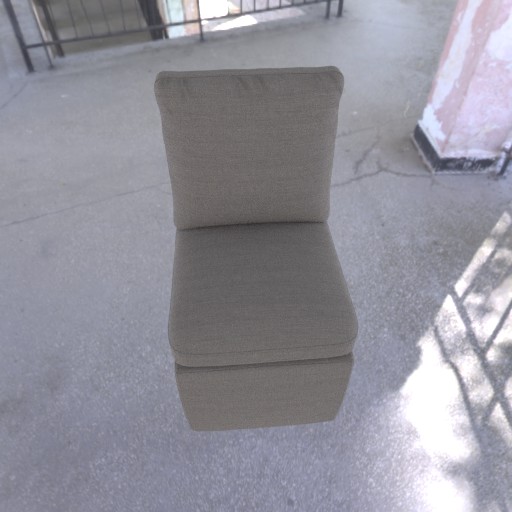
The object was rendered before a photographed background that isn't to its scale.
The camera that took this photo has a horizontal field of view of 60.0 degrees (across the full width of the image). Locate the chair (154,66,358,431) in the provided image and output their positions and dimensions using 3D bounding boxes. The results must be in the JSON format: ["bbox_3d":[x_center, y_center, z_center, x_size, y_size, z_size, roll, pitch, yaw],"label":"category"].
[{"bbox_3d":[0.000,0.000,1.323,0.503,0.927,0.698,-3,47,-3],"label":"chair"}]
